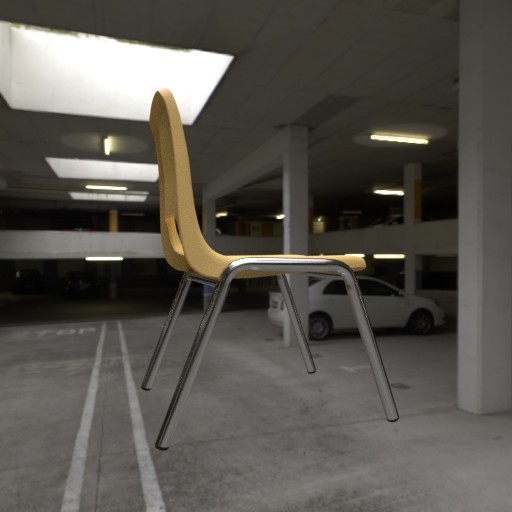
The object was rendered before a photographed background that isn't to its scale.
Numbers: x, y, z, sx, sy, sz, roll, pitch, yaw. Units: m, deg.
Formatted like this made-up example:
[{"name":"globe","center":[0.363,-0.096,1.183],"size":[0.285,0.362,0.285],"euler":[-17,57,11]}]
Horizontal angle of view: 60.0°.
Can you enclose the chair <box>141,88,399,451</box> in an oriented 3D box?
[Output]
[{"name":"chair","center":[0.000,0.000,0.879],"size":[0.423,0.586,0.354],"euler":[0,0,-18]}]
